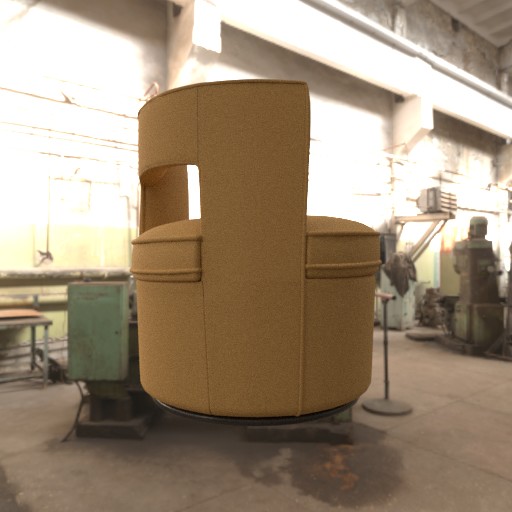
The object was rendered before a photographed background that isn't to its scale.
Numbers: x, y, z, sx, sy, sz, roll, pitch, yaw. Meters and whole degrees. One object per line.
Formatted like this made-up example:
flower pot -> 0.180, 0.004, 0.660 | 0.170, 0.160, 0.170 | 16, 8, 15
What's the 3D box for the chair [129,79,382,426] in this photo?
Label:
chair -> 0.000, 0.000, 1.206 | 0.665, 0.723, 0.650 | 0, -1, -36
